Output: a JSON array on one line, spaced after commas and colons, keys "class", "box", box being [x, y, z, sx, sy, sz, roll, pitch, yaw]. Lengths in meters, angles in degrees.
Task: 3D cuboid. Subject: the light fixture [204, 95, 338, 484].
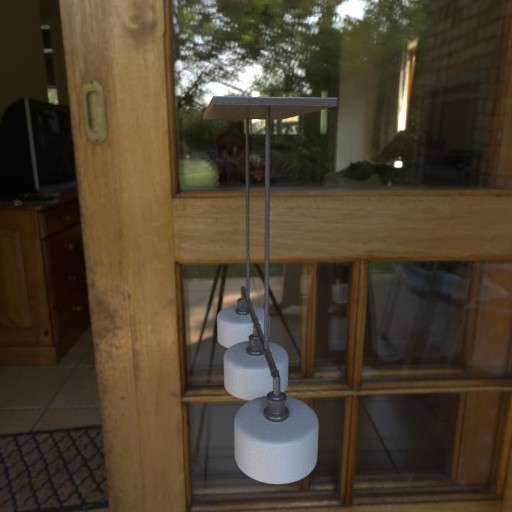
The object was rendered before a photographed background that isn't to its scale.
[{"class": "light fixture", "box": [0.000, 0.000, 0.874, 0.177, 0.557, 0.582, -2, 14, -8]}]
